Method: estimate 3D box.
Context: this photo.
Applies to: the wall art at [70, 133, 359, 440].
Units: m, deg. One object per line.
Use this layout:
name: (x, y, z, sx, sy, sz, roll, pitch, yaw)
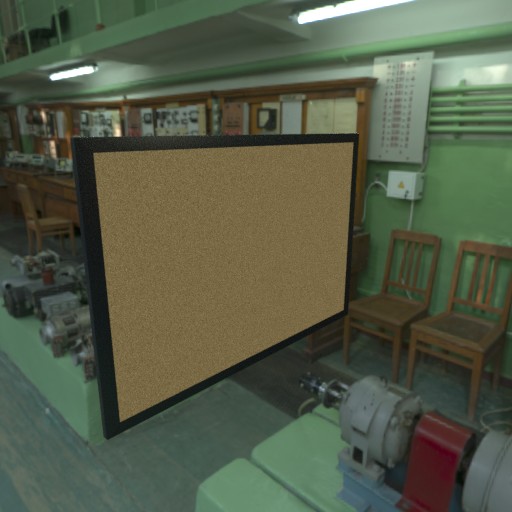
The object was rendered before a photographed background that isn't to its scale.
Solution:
wall art: (0.000, 0.000, 1.045, 0.015, 0.552, 0.819, 15, 22, 42)
